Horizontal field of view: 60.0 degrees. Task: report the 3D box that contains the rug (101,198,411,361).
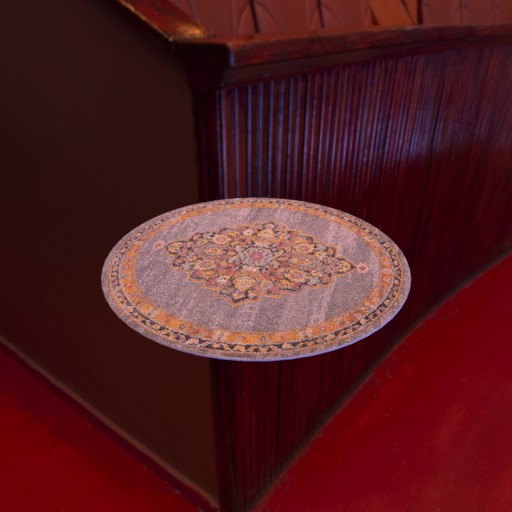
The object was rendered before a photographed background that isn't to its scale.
[{"bbox_3d":[0.000,0.000,3.561,2.382,0.014,2.382,0,30,0],"label":"rug"}]
